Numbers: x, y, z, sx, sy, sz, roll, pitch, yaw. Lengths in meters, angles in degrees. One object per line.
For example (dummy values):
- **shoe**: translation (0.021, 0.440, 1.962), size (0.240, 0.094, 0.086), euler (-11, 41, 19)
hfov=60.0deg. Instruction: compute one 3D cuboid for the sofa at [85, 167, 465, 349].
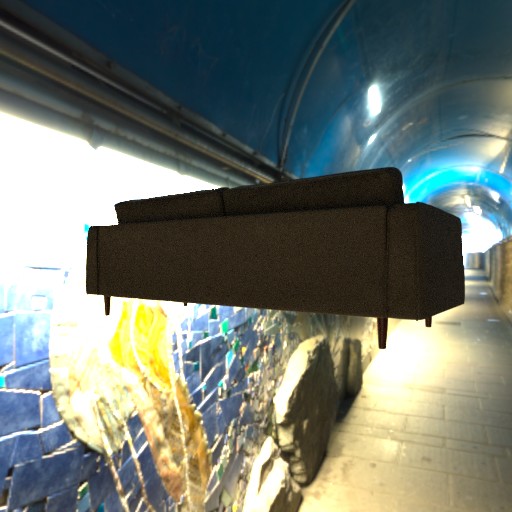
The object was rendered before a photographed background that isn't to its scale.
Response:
- **sofa**: translation (0.000, 0.000, 2.775), size (2.295, 0.813, 0.923), euler (0, 0, 36)
